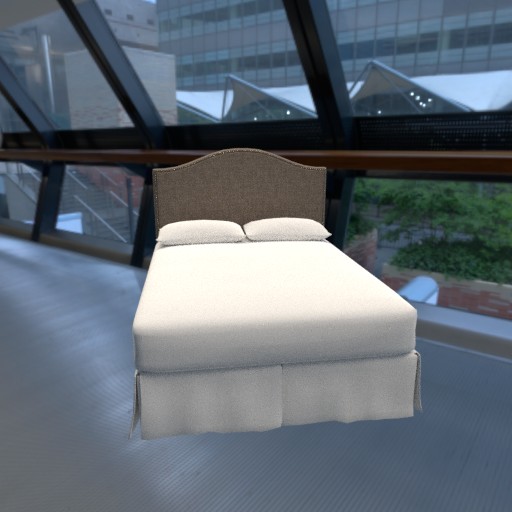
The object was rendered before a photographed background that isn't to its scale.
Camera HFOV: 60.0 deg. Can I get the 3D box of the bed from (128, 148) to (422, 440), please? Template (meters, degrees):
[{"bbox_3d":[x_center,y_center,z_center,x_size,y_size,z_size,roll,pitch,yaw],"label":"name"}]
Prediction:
[{"bbox_3d":[0.000,0.000,3.330,1.713,1.518,2.153,-2,15,-8],"label":"bed"}]
